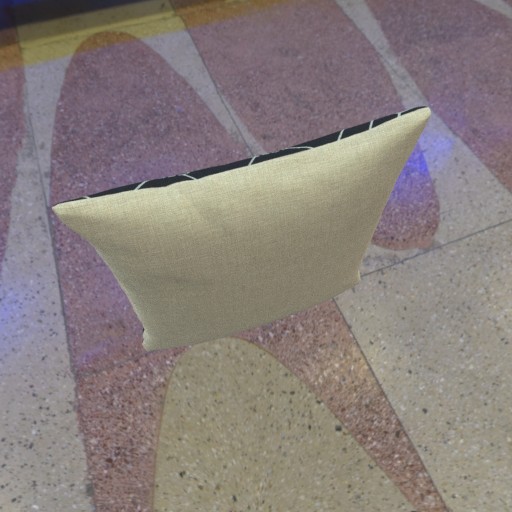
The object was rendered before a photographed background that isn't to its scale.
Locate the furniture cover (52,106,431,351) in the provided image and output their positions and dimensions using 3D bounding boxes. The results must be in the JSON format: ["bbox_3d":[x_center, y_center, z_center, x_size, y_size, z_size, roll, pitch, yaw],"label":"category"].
[{"bbox_3d":[0.000,0.000,0.786,0.517,0.508,0.158,-17,60,-10],"label":"furniture cover"}]
